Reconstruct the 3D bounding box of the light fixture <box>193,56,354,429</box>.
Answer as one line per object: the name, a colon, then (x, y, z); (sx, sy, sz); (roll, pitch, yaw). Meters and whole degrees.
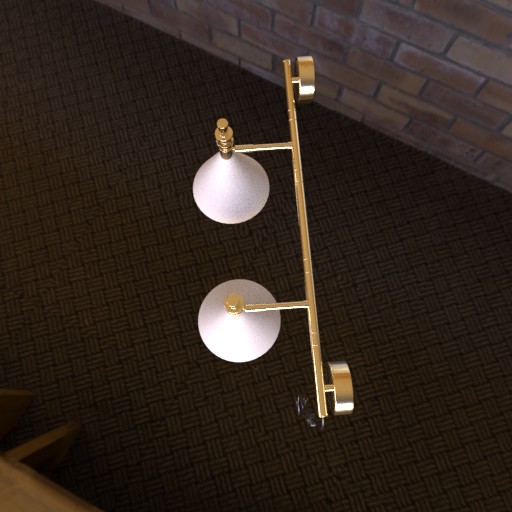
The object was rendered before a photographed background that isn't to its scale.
light fixture: (0.000, 0.000, 0.867); (0.239, 0.468, 0.642); (-4, 76, -1)
